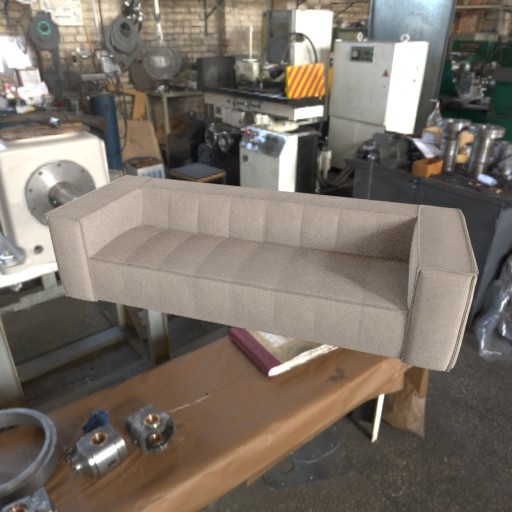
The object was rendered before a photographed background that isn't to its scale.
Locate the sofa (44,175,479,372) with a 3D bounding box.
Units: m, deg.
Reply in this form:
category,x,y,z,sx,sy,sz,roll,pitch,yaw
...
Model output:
category,x,y,z,sx,sy,sz,roll,pitch,yaw
sofa,0.000,0.000,3.128,2.697,0.680,1.038,8,28,16
